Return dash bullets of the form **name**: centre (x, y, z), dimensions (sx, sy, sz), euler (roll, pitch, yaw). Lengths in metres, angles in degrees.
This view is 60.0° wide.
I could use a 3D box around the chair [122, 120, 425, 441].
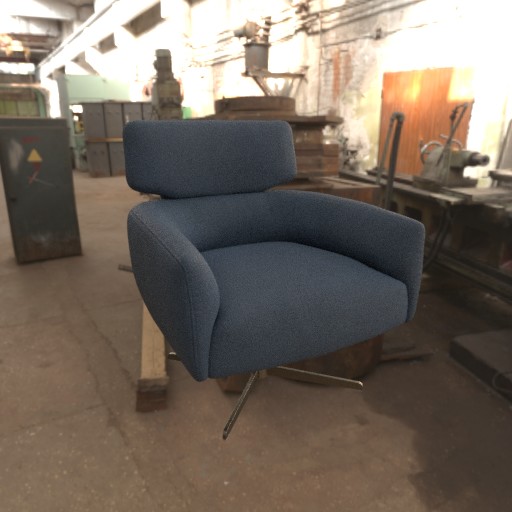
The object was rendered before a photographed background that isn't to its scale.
- **chair**: centre (0.000, 0.000, 1.381), dimensions (0.738, 0.813, 0.761), euler (-9, 19, -27)
